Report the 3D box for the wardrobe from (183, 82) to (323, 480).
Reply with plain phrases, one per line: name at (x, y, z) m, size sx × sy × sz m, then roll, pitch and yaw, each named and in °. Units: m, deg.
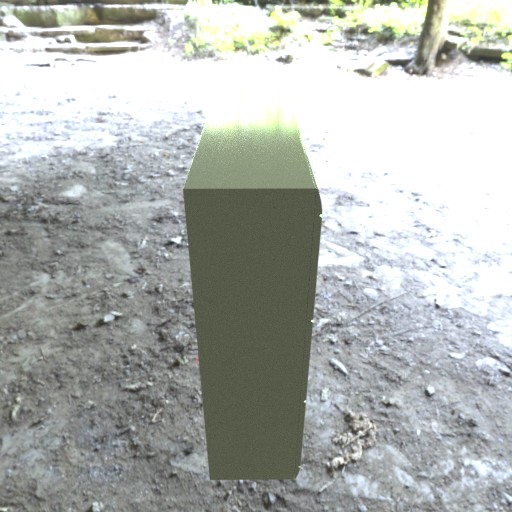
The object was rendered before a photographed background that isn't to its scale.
wardrobe at (0.000, 0.000, 1.947) m, size 0.360 × 1.200 × 1.340 m, roll 0°, pitch 32°, yaw 0°
